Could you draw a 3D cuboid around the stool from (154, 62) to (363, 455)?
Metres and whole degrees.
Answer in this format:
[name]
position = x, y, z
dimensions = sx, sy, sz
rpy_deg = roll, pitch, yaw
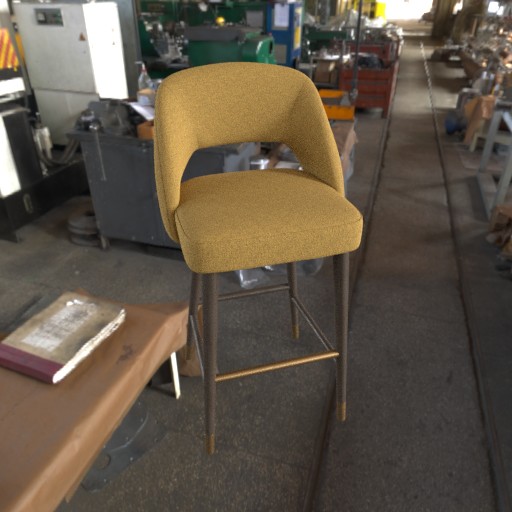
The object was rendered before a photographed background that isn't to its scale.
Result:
[stool]
position = 0.000, 0.000, 1.348
dimensions = 0.536, 1.032, 0.522
rpy_deg = -8, 32, -14
